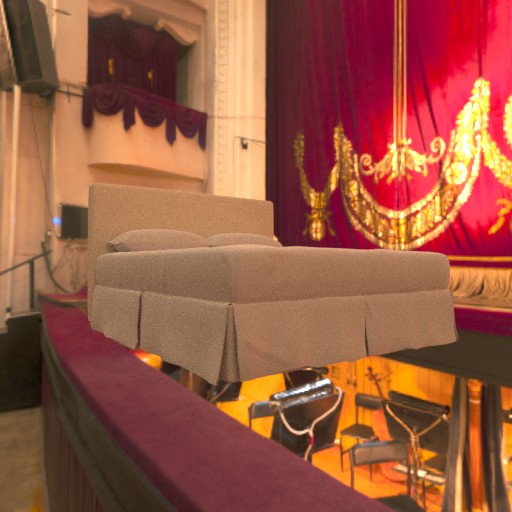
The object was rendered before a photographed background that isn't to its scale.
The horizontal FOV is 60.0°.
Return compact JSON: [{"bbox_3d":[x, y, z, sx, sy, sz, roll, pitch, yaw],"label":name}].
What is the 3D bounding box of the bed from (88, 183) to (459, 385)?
[{"bbox_3d":[0.000,0.000,3.599,2.119,1.317,2.341,1,-1,-36],"label":"bed"}]
